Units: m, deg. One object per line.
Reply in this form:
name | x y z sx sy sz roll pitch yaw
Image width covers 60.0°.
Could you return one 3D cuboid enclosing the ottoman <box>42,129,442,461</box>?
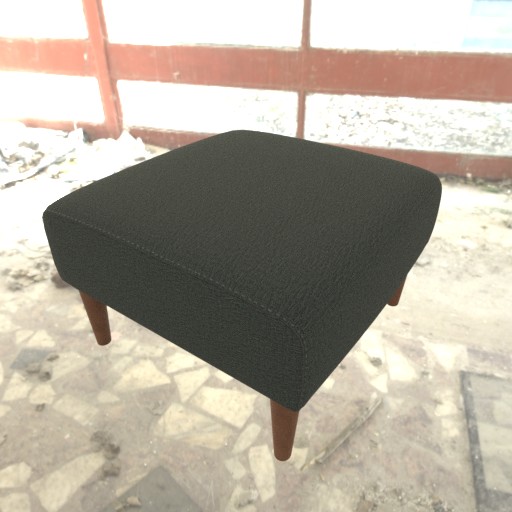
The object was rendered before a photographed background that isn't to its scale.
ottoman | 0.000 0.000 1.038 0.649 0.398 0.650 21 38 29
